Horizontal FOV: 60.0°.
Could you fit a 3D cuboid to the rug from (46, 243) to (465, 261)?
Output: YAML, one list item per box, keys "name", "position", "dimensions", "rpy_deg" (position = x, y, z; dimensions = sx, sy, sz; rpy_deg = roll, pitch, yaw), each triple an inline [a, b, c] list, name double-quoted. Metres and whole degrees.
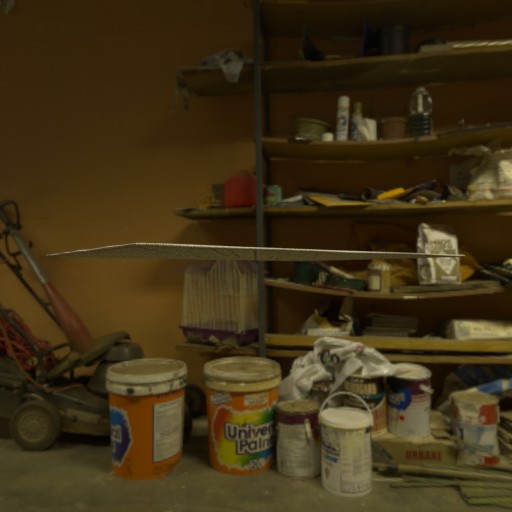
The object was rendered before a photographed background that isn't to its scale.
- name: "rug"
  position: [0.000, 0.000, 4.377]
  dimensions: [3.381, 0.026, 2.436]
  rpy_deg: [1, -2, -36]
